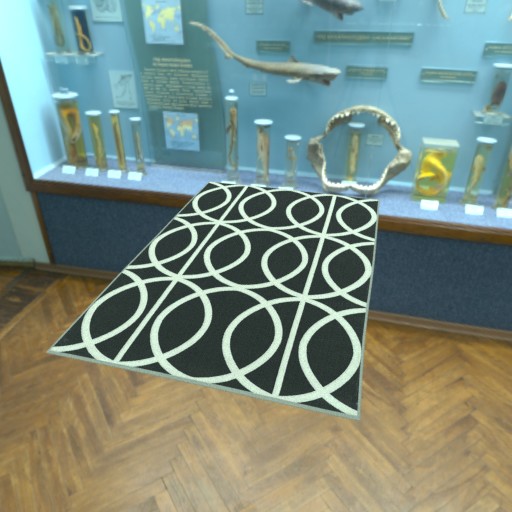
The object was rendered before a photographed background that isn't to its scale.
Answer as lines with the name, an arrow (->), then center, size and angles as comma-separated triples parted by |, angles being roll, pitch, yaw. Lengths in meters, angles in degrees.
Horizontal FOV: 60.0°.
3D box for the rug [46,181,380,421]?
rug -> 0.000, 0.000, 2.942 | 1.526, 0.014, 2.290 | 8, 32, 13
